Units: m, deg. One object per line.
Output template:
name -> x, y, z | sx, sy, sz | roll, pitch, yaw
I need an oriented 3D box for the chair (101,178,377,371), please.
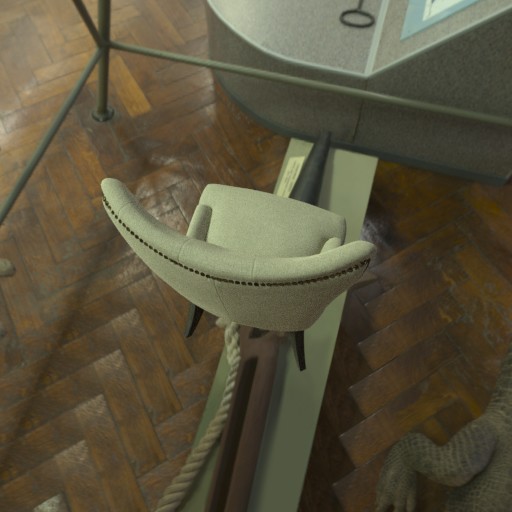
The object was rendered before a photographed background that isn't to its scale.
chair -> 0.000, 0.000, 1.413 | 0.584, 1.065, 0.590 | 15, 65, 7
